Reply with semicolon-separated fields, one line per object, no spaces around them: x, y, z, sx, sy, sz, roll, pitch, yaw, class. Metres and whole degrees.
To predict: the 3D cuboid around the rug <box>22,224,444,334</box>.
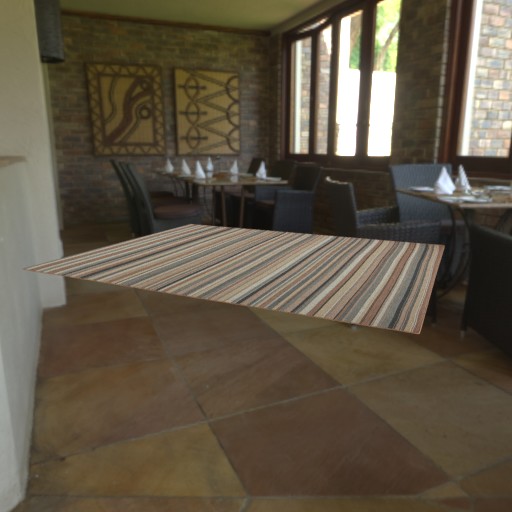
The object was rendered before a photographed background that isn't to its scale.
0.000;0.000;4.019;3.045;0.011;2.436;6;15;25;rug
